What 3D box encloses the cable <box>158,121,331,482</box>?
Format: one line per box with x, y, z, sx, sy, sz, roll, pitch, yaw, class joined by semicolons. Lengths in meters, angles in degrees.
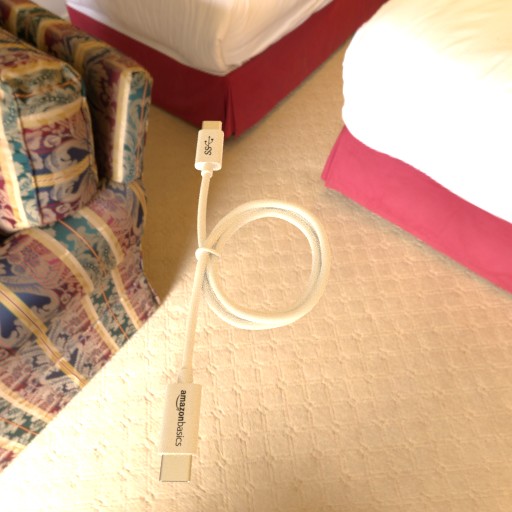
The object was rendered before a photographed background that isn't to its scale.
0.000;0.000;0.204;0.070;0.014;0.186;1;58;0;cable
